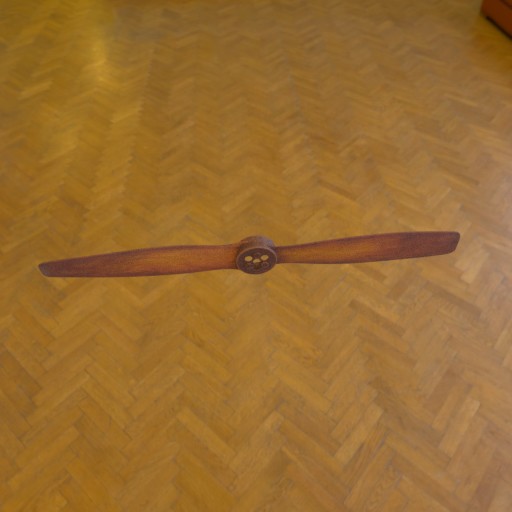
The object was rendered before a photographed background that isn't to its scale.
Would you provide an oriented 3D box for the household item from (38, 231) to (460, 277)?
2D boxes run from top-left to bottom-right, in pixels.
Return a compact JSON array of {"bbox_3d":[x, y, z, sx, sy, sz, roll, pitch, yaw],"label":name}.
[{"bbox_3d":[0.000,0.000,1.248,1.181,0.121,0.051,-4,47,-4],"label":"household item"}]
